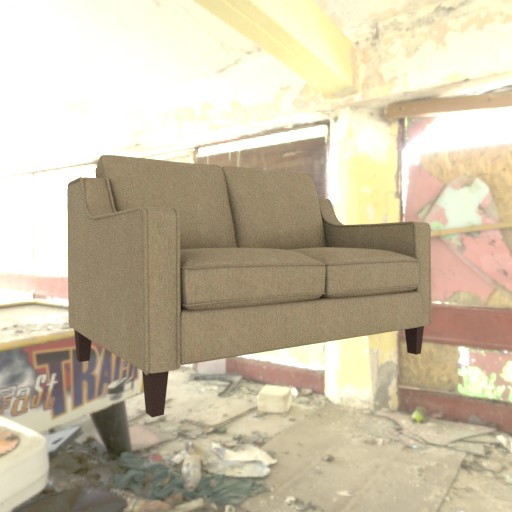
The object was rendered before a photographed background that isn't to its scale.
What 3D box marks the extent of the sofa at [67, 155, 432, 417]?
[{"bbox_3d":[0.000,0.000,2.139,1.503,0.981,0.985,-1,1,-36],"label":"sofa"}]
